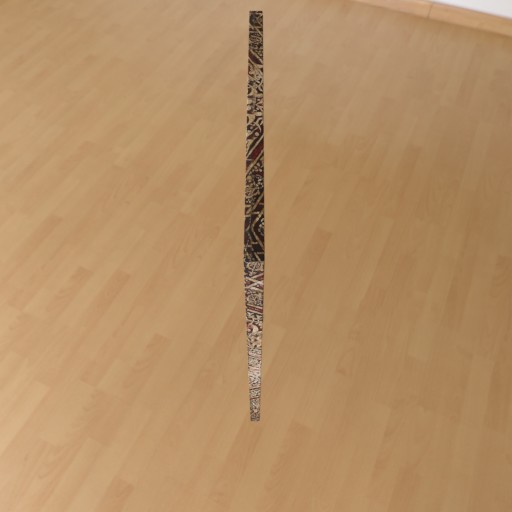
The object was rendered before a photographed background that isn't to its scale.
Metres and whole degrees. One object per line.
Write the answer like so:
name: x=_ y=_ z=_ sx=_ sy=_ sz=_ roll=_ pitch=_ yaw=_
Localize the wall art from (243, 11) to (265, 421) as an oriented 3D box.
wall art: x=0.000 y=0.000 z=0.739 sx=0.020 sy=0.599 sz=0.397 roll=0 pitch=57 yaw=0
